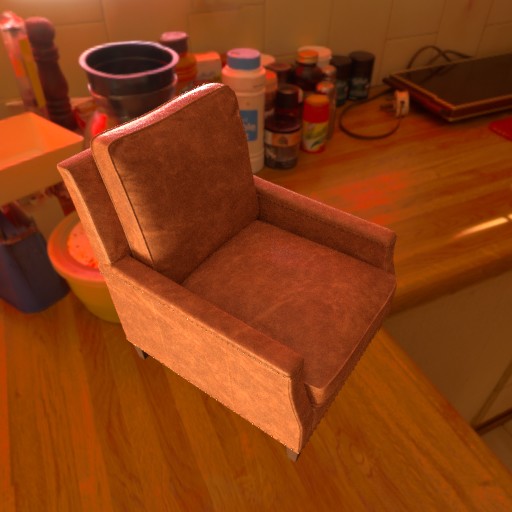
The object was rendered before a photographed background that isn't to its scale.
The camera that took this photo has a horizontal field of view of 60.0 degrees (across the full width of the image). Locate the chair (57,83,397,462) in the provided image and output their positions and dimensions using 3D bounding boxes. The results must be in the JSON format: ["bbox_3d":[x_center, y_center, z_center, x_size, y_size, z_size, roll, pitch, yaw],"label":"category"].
[{"bbox_3d":[0.000,0.000,1.791,1.035,1.054,0.854,25,47,26],"label":"chair"}]
